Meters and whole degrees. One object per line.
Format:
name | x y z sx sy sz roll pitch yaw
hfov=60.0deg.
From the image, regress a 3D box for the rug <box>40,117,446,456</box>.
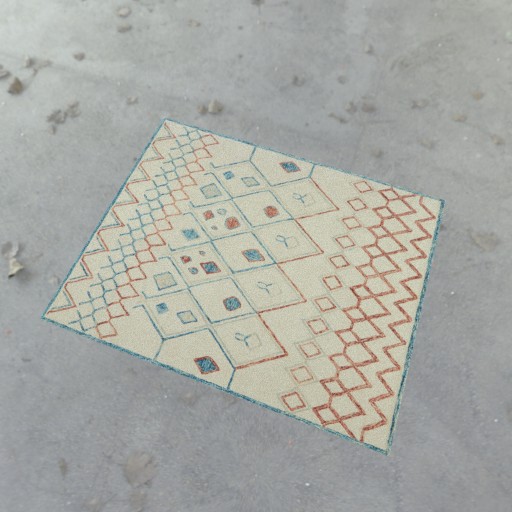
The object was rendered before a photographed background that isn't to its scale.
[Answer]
rug | 0.000 0.000 4.070 3.050 0.016 2.441 19 65 9
